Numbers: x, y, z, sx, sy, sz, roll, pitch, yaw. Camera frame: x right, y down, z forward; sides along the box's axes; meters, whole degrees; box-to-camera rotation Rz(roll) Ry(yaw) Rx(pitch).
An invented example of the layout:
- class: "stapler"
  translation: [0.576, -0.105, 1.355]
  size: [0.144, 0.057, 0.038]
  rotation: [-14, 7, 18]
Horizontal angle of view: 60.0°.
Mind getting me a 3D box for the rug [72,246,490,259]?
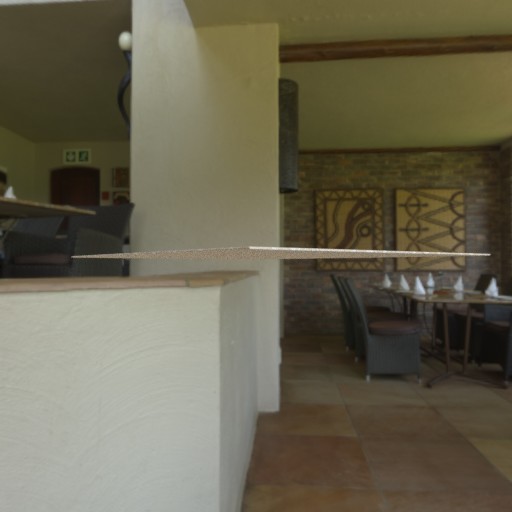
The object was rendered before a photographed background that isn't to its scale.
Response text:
- class: "rug"
  translation: [0.000, 0.000, 3.832]
  size: [2.286, 0.013, 2.894]
  rotation: [1, -1, -37]
